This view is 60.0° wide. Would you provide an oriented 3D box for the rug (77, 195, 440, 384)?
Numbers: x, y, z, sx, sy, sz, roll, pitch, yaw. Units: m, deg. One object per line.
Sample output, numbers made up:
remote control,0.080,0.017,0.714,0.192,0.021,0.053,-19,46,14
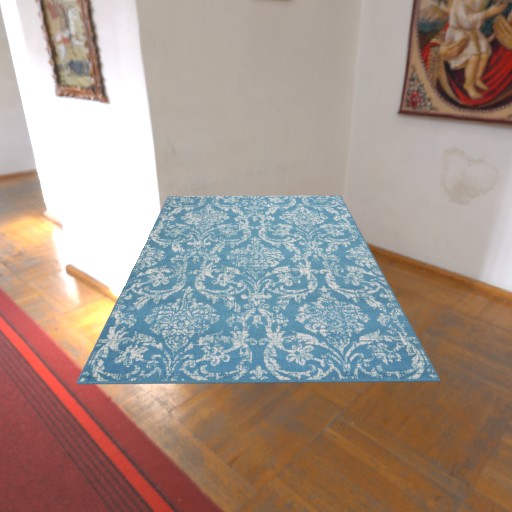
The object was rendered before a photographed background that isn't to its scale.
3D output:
rug,0.000,0.000,3.428,1.816,0.018,2.746,0,27,-1
